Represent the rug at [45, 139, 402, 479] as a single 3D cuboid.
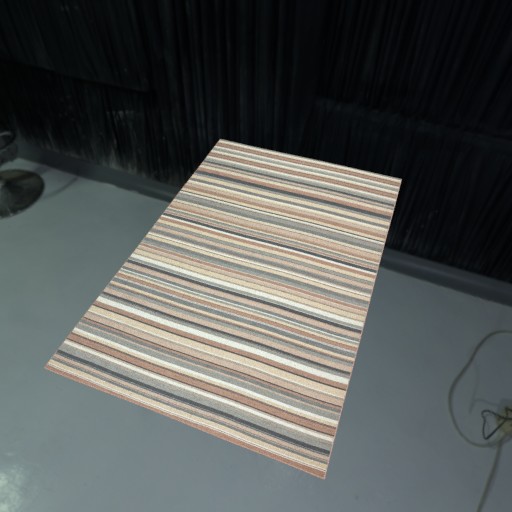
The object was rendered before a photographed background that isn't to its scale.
[{"bbox_3d":[0.000,0.000,2.294,1.219,0.008,1.829,16,50,14],"label":"rug"}]
